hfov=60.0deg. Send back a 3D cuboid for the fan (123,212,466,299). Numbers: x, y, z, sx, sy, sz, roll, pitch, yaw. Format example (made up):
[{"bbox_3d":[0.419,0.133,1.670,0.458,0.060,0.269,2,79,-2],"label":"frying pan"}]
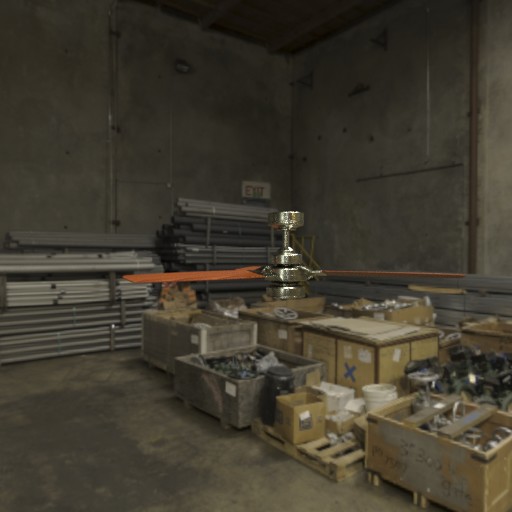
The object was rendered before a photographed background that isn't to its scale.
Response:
[{"bbox_3d":[0.000,0.000,2.080,1.271,0.410,1.416,0,0,-36],"label":"fan"}]
